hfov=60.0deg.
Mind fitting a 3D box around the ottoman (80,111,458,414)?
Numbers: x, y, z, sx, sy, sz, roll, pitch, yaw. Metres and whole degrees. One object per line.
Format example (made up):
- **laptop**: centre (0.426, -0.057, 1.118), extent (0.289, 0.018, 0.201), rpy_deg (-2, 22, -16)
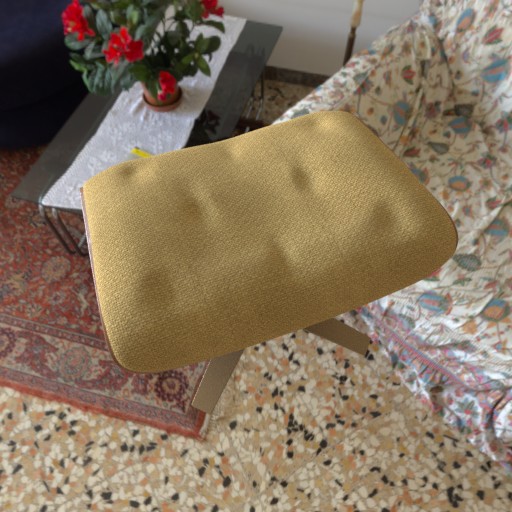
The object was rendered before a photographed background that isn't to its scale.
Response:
- **ottoman**: centre (0.000, 0.000, 0.825), extent (0.520, 0.391, 0.394), rpy_deg (-18, 60, -11)
